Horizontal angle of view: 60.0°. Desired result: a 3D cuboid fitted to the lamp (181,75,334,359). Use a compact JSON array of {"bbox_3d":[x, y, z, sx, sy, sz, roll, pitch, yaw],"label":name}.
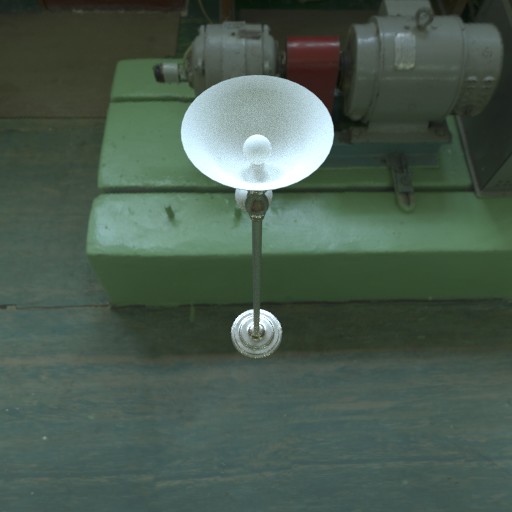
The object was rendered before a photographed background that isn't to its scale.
[{"bbox_3d":[0.000,0.000,2.007,0.405,1.785,0.575,-2,62,-1],"label":"lamp"}]
